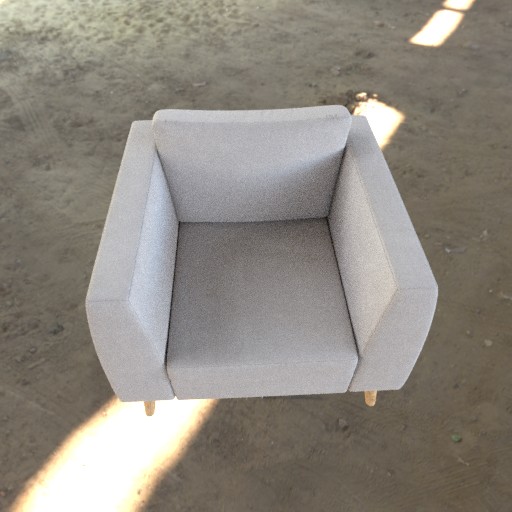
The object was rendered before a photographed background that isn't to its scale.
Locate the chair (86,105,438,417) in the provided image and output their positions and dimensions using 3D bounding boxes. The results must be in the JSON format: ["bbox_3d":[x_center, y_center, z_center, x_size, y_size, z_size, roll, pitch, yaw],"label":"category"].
[{"bbox_3d":[0.000,0.000,1.675,1.000,0.860,0.930,-2,47,-2],"label":"chair"}]
